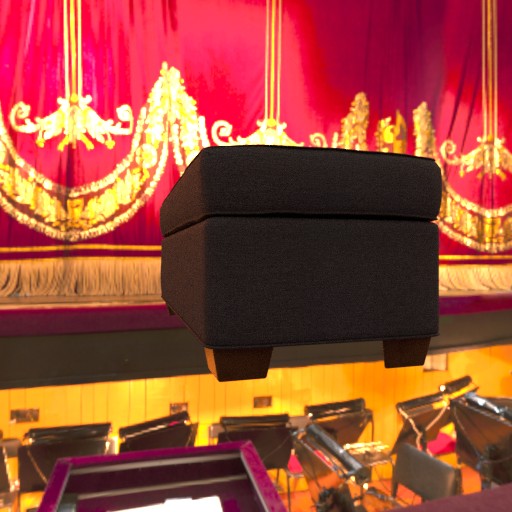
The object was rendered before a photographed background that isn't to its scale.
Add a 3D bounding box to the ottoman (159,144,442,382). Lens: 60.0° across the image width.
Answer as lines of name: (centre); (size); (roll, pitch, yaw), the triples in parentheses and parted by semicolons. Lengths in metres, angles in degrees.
ottoman: (0.000, 0.000, 1.362); (0.515, 0.460, 1.110); (0, 0, -16)
